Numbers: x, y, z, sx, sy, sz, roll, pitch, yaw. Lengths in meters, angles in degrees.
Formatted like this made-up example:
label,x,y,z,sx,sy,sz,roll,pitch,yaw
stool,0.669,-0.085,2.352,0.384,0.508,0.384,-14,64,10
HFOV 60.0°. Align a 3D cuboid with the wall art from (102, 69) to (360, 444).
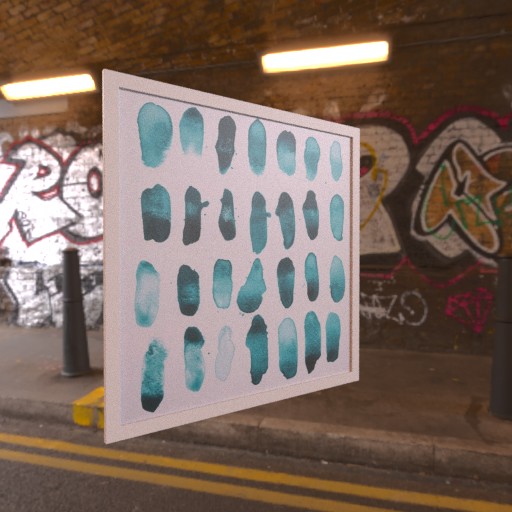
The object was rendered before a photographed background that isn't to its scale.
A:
label,x,y,z,sx,sy,sz,roll,pitch,yaw
wall art,0.000,0.000,1.200,0.812,0.813,0.013,-1,1,-36
